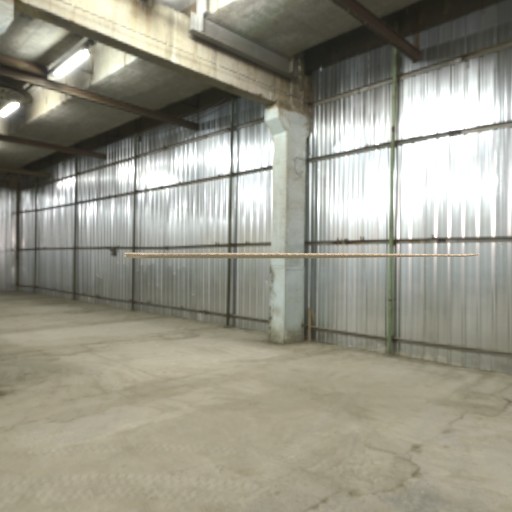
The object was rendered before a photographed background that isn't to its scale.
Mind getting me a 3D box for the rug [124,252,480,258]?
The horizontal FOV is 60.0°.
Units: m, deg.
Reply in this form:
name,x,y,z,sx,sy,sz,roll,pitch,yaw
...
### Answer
name,x,y,z,sx,sy,sz,roll,pitch,yaw
rug,0.000,0.000,4.020,2.277,0.035,2.897,0,-1,-16
